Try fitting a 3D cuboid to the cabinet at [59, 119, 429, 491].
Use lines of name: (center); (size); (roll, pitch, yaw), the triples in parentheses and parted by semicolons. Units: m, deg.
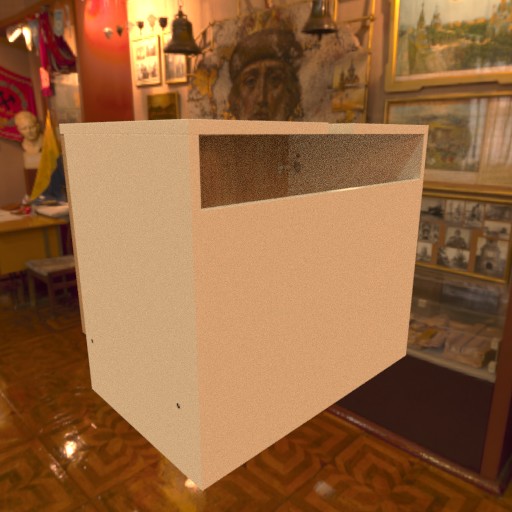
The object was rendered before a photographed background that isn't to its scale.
cabinet: (0.000, 0.000, 0.920); (0.600, 0.522, 0.400); (-14, 21, -42)
